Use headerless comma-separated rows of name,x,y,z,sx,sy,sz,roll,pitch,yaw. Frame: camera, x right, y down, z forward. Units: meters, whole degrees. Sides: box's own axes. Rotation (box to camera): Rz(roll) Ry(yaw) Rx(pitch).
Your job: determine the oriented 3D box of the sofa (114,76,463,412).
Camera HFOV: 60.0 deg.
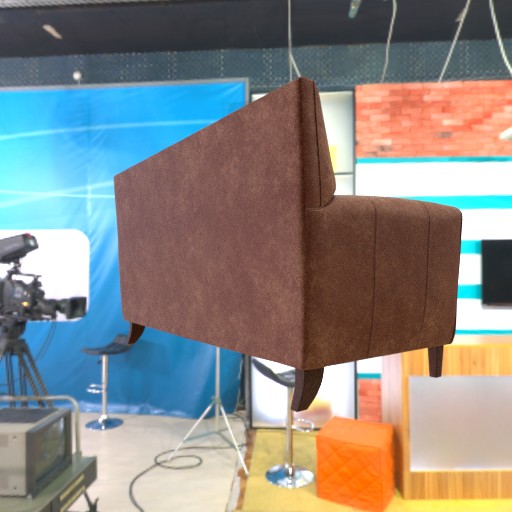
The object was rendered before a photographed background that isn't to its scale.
sofa,0.000,0.000,1.925,0.787,0.871,1.473,1,-2,-35
